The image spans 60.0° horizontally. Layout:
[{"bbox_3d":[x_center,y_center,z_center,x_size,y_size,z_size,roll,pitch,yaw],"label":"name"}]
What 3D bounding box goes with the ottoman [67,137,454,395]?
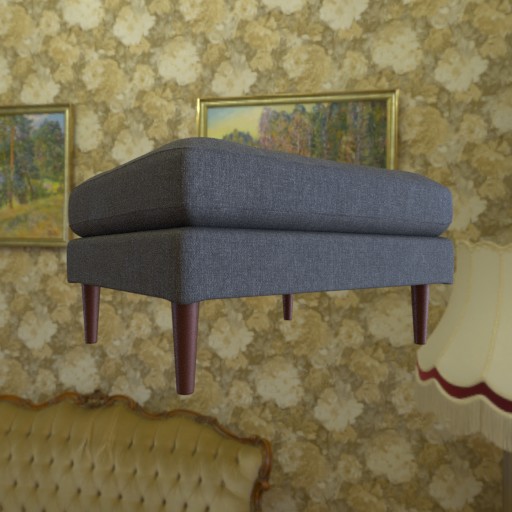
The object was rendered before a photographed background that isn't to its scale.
[{"bbox_3d":[0.000,0.000,1.206,0.821,0.474,0.693,0,0,-37],"label":"ottoman"}]
